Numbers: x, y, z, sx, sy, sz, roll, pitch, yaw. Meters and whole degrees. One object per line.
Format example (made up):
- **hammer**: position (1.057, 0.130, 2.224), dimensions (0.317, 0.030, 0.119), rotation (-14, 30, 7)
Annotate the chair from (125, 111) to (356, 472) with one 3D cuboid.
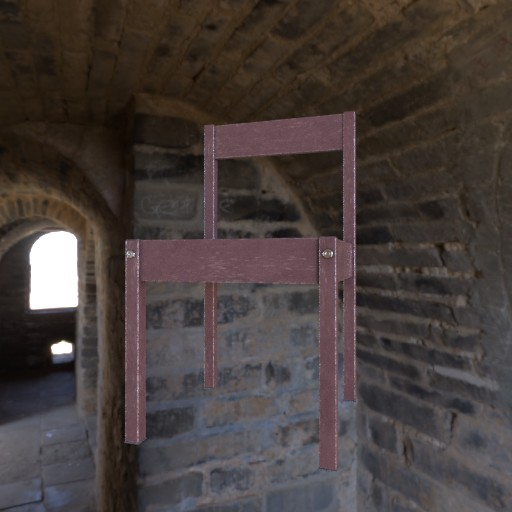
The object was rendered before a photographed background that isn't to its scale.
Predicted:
- **chair**: position (0.000, 0.000, 0.692), dimensions (0.285, 0.505, 0.285), rotation (0, 0, 17)
